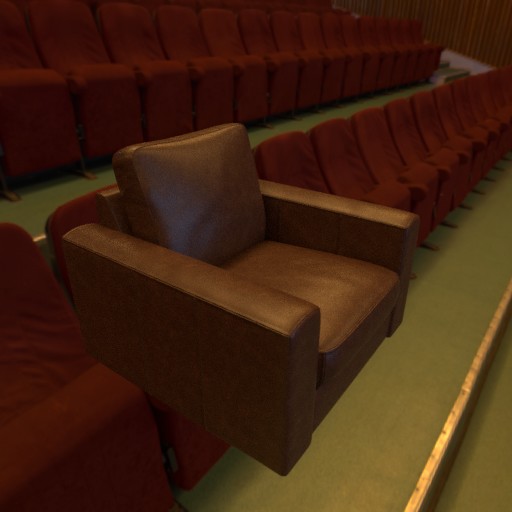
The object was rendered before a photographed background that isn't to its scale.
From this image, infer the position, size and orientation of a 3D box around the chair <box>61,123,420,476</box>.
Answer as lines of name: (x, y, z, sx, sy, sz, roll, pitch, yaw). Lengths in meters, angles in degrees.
chair: (0.000, 0.000, 1.734, 1.016, 0.873, 1.005, 18, 32, 32)
